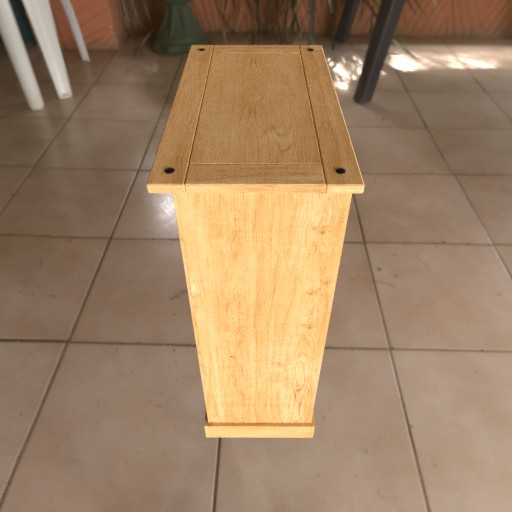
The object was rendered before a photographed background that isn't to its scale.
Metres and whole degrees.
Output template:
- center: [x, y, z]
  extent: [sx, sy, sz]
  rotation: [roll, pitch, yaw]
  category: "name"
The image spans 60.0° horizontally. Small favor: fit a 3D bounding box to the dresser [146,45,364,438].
- center: [0.000, 0.000, 1.756]
  extent: [0.485, 1.300, 0.915]
  rotation: [0, 43, 0]
  category: "dresser"
